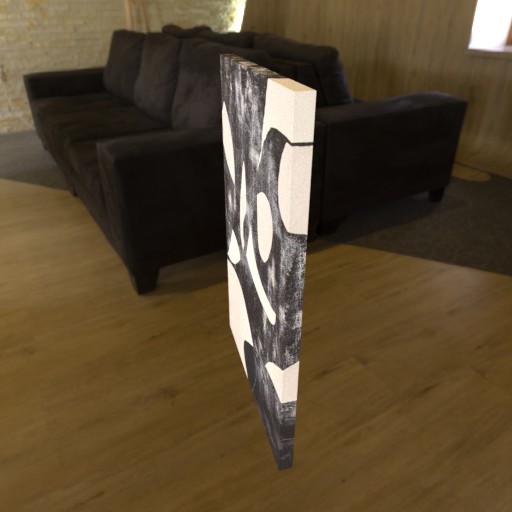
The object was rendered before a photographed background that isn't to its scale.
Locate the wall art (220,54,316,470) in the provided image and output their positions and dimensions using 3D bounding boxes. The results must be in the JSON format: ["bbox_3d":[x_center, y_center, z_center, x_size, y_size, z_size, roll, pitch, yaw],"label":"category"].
[{"bbox_3d":[0.000,0.000,1.161,0.041,0.915,0.610,-7,30,-13],"label":"wall art"}]
